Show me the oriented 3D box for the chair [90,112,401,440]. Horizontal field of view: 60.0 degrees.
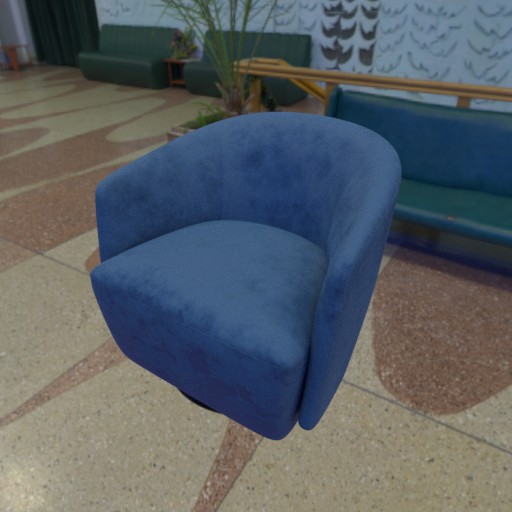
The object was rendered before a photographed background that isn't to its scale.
[{"bbox_3d":[0.000,0.000,1.337,0.773,0.698,0.767,19,36,29],"label":"chair"}]
